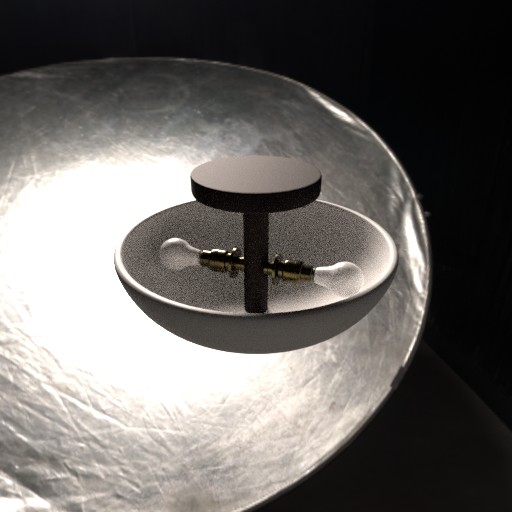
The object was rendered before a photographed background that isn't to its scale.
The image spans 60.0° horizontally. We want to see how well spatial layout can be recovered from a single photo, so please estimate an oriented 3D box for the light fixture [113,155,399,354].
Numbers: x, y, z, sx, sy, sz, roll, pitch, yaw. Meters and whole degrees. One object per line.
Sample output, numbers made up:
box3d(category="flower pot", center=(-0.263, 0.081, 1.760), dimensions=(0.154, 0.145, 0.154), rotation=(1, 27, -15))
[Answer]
box3d(category="light fixture", center=(0.000, 0.000, 0.543), dimensions=(0.331, 0.212, 0.331), rotation=(0, 27, 0))
